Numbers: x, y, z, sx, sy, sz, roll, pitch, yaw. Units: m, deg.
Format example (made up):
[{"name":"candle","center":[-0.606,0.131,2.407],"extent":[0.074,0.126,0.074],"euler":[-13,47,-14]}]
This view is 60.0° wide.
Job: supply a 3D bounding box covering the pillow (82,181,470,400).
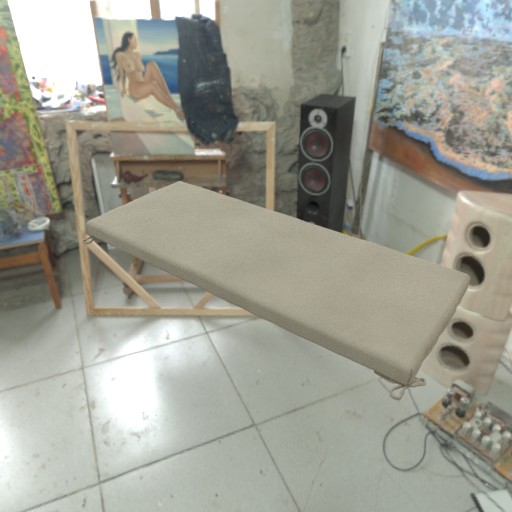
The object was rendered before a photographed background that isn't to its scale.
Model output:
[{"name":"pillow","center":[0.000,0.000,1.376],"extent":[1.187,0.081,0.492],"euler":[22,38,30]}]
